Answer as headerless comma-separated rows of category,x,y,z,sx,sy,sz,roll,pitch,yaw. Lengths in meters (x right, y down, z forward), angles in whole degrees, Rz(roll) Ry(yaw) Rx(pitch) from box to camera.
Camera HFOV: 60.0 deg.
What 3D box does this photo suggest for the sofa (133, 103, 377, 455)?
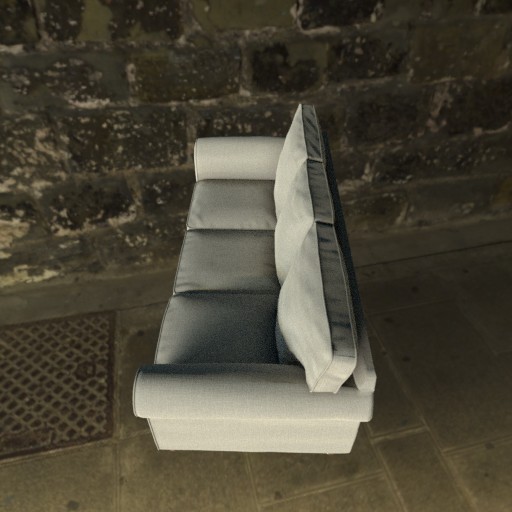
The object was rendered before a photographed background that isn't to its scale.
sofa,0.000,0.000,2.499,0.916,0.961,2.084,1,42,1
